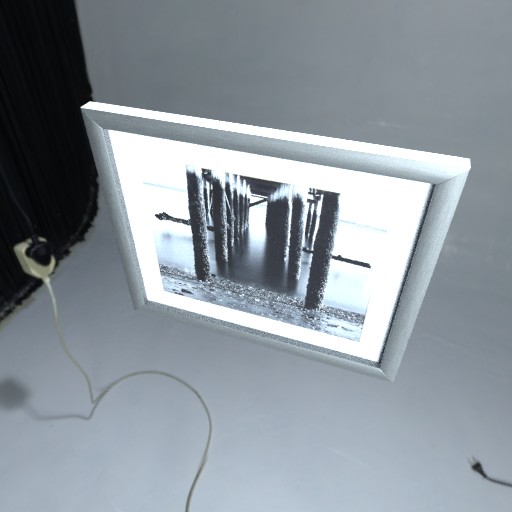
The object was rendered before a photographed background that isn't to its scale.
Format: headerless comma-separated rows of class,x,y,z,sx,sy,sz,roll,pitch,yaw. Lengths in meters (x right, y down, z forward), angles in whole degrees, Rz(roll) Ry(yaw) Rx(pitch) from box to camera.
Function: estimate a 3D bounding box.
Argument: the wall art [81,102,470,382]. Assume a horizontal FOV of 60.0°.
wall art,0.000,0.000,0.761,0.556,0.457,0.028,13,43,14
